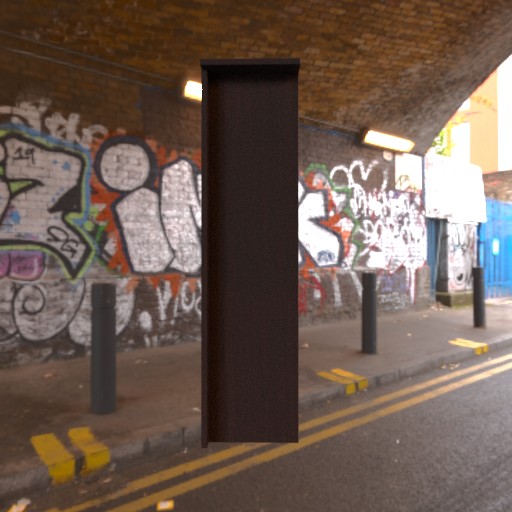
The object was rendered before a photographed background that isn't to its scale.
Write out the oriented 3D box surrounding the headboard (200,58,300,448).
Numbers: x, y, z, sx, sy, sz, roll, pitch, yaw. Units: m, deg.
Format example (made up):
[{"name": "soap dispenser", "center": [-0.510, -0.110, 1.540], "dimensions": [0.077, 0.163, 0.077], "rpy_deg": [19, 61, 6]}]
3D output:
[{"name": "headboard", "center": [0.000, 0.000, 2.063], "dimensions": [0.279, 1.092, 1.671], "rpy_deg": [0, 0, 1]}]
